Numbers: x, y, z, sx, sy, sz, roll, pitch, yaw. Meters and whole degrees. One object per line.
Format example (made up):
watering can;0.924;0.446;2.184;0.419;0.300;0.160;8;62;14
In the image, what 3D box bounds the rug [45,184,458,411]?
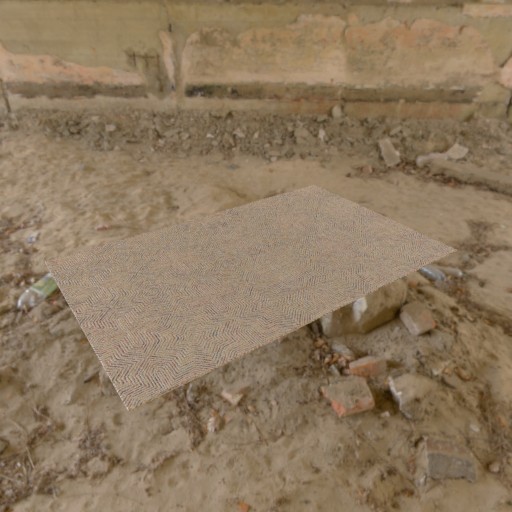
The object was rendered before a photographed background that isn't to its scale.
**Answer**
rug;0.000;0.000;3.064;2.428;0.007;1.519;-20;36;-30
